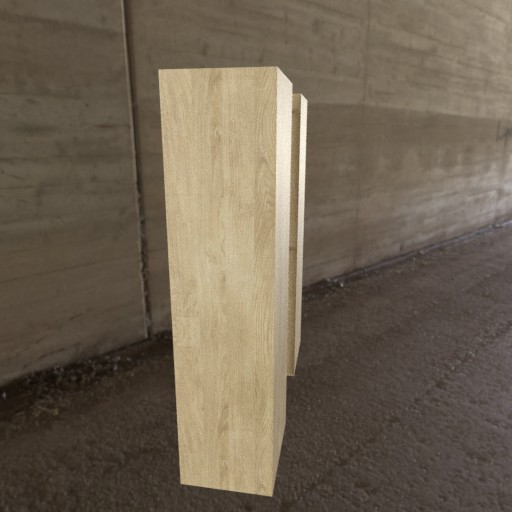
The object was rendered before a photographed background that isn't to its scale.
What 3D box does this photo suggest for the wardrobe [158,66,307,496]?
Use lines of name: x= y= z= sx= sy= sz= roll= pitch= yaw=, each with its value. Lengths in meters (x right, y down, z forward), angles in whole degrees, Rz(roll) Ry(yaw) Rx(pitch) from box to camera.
wardrobe: x=0.000 y=0.000 z=2.839 sx=0.480 sy=2.000 sz=1.770 roll=3 pitch=15 yaw=10
